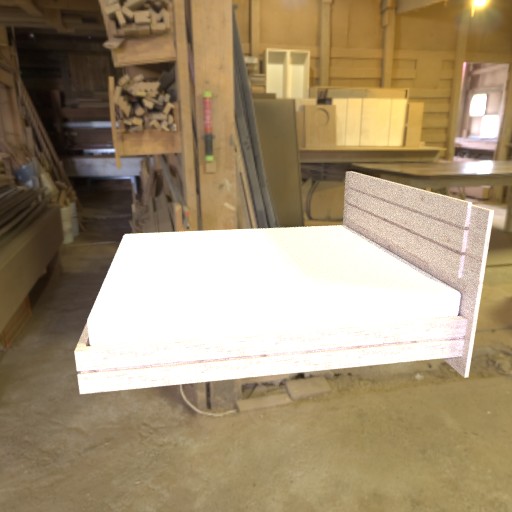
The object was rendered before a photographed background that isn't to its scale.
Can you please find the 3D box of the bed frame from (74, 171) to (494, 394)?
[{"bbox_3d":[0.000,0.000,3.104,2.080,0.970,1.950,-3,17,-10],"label":"bed frame"}]
